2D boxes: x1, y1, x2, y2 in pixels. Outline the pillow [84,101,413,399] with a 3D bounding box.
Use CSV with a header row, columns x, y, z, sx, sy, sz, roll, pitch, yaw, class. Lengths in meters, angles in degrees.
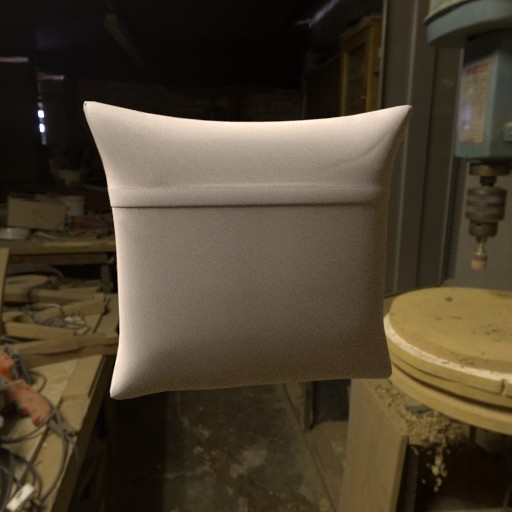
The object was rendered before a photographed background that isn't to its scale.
x,y,z,sx,sy,sz,roll,pitch,yaw,class
0.000,0.000,0.730,0.501,0.477,0.192,-2,14,-8,pillow
